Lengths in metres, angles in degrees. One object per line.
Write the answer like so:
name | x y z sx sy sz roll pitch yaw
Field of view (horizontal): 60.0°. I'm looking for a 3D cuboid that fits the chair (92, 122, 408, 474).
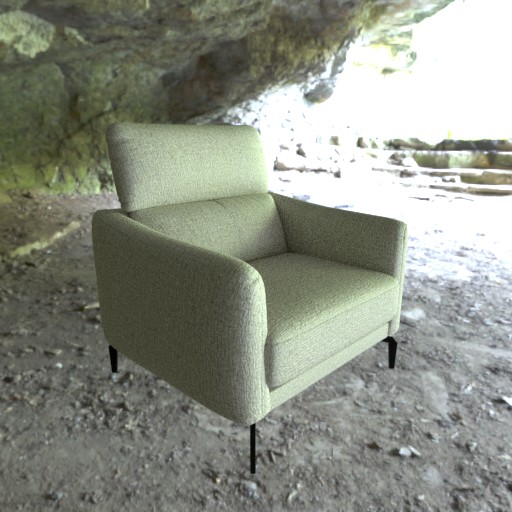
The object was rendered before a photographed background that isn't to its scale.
chair | 0.000 0.000 1.671 0.835 0.967 0.972 15 21 42
